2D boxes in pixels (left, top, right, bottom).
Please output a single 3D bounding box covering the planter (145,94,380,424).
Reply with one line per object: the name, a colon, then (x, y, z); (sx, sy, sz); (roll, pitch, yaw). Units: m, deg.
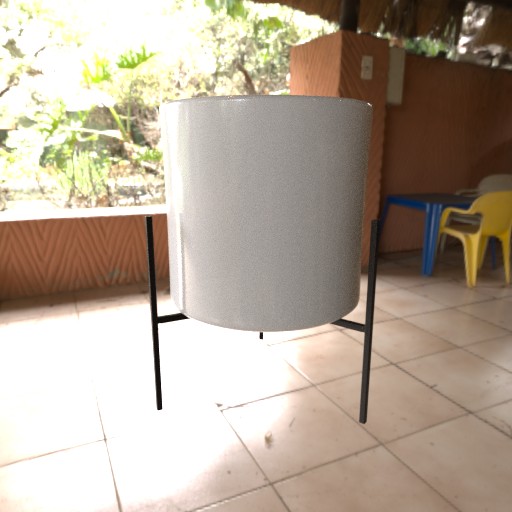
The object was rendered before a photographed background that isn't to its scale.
planter: (0.000, 0.000, 0.745); (0.361, 0.480, 0.360); (-7, 15, -25)
